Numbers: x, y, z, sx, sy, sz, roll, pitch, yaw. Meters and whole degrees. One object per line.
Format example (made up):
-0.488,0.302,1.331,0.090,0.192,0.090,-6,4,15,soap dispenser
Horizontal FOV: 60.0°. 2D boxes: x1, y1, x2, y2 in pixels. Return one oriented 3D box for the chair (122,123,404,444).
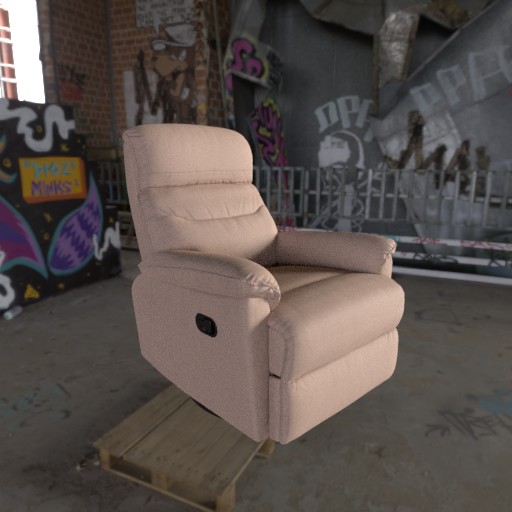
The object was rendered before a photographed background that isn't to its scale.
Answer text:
0.000,0.000,1.752,0.820,1.037,1.004,-12,18,-42,chair
